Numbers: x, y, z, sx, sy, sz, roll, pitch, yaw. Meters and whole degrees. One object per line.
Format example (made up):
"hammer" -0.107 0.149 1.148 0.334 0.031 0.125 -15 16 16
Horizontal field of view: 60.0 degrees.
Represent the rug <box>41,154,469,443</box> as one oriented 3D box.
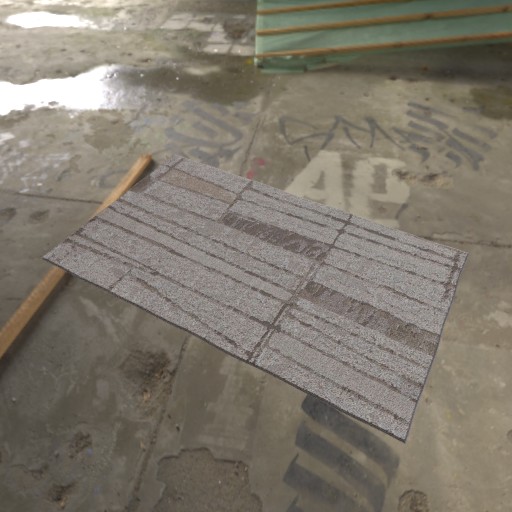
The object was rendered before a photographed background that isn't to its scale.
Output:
"rug" 0.000 0.000 1.040 0.867 0.007 0.515 22 49 21
